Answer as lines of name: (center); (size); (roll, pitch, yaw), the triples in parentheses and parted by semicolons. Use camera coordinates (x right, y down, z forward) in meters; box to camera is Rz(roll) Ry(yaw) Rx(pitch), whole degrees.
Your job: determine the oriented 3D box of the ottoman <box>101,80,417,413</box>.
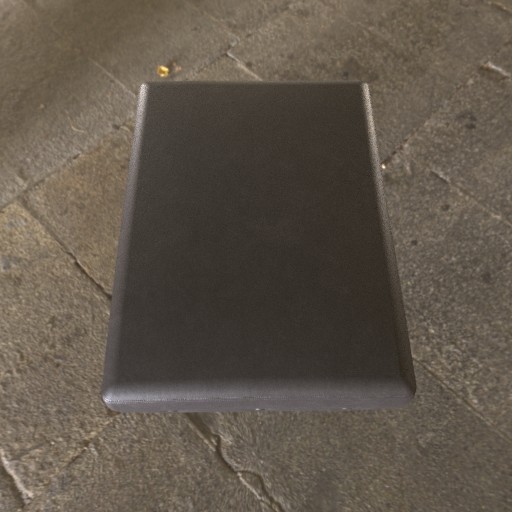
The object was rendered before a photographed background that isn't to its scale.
ottoman: (0.000, 0.000, 1.160); (0.590, 0.498, 0.795); (-1, 65, 0)
